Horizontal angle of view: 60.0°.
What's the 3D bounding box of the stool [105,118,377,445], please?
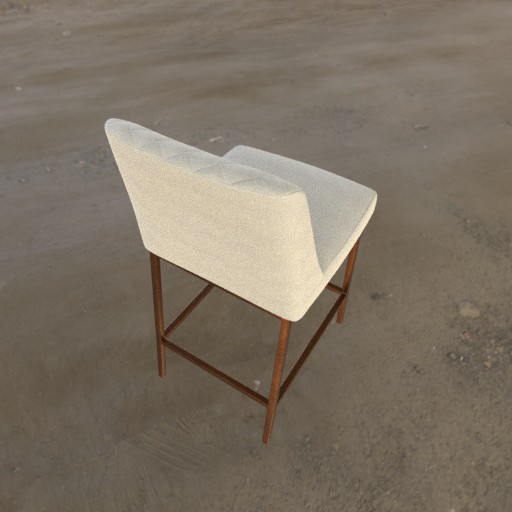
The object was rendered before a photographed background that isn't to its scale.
[{"bbox_3d":[0.000,0.000,1.309,0.507,0.973,0.576,25,51,22],"label":"stool"}]
